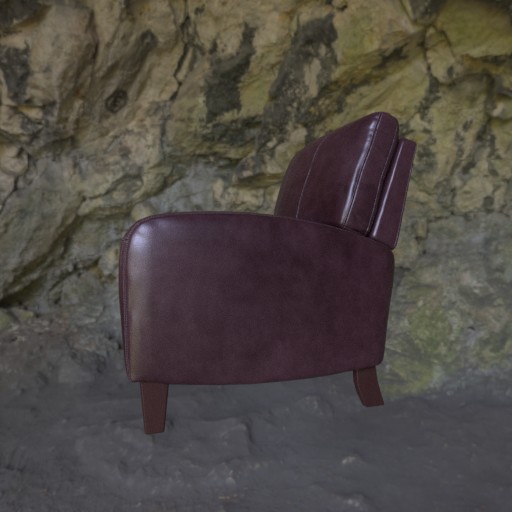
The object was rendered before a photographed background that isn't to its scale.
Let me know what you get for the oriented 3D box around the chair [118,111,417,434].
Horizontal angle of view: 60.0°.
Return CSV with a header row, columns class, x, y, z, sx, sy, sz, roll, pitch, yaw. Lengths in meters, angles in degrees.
class,x,y,z,sx,sy,sz,roll,pitch,yaw
chair,0.000,0.000,1.677,0.990,0.990,0.762,0,1,-18
